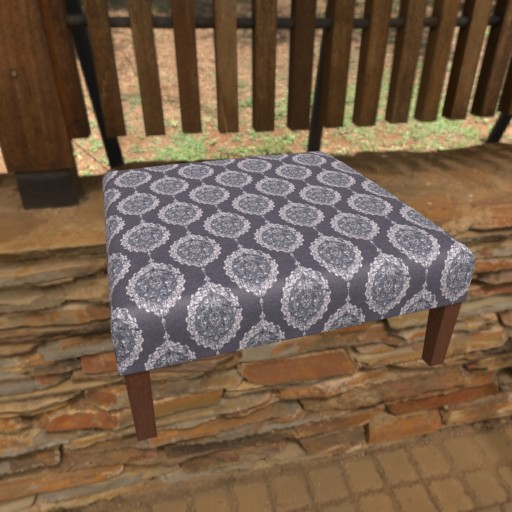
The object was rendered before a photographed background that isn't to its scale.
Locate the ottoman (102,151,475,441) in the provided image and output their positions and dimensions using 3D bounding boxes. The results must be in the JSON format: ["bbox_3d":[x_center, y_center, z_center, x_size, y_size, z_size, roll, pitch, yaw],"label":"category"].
[{"bbox_3d":[0.000,0.000,1.426,0.889,0.409,0.890,-9,32,-15],"label":"ottoman"}]
